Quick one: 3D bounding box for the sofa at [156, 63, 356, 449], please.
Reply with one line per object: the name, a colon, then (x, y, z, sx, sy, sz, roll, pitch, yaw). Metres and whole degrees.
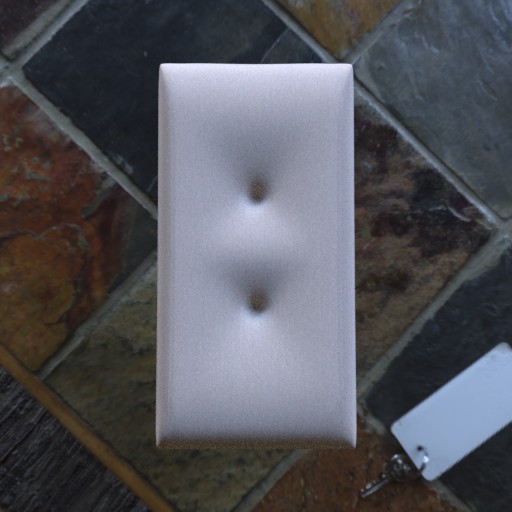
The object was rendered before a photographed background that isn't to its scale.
sofa: (0.000, 0.000, 1.207, 0.480, 0.470, 0.930, 0, 88, 0)
